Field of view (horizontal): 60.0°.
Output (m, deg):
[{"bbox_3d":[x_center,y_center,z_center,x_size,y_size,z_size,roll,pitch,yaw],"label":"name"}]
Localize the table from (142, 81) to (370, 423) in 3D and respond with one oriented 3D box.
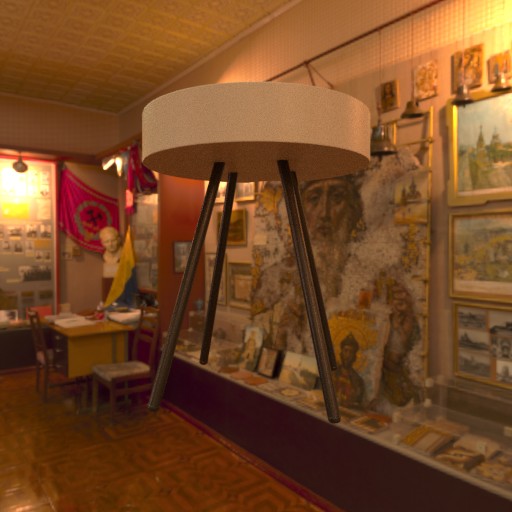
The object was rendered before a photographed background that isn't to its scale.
[{"bbox_3d":[0.000,0.000,0.875,0.450,0.525,0.450,0,1,0],"label":"table"}]
